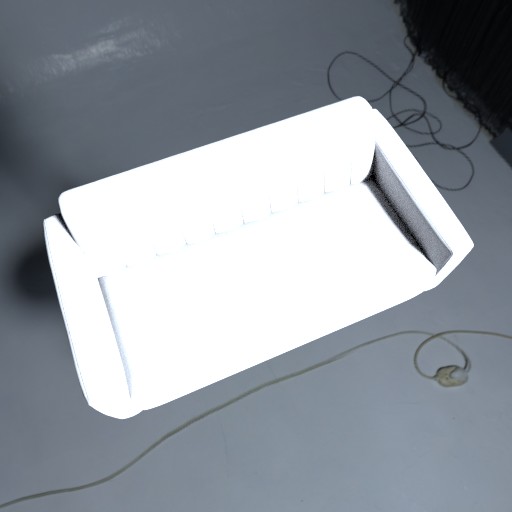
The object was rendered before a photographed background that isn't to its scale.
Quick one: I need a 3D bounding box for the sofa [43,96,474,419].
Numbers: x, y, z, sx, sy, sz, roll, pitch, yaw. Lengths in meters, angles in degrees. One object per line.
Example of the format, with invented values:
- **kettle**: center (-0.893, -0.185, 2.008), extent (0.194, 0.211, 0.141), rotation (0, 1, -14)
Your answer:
- **sofa**: center (0.000, 0.000, 2.337), extent (1.895, 0.814, 0.969), rotation (-21, 66, -10)
